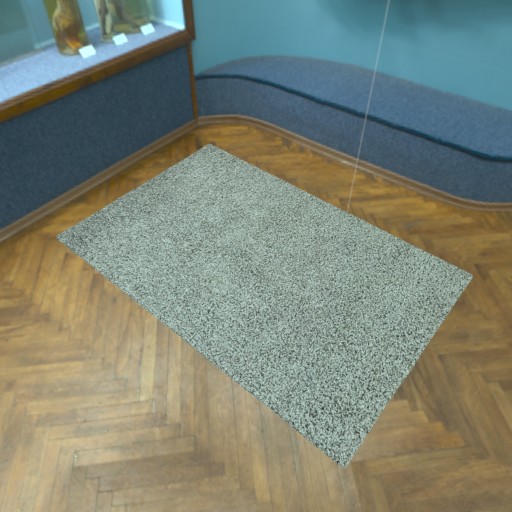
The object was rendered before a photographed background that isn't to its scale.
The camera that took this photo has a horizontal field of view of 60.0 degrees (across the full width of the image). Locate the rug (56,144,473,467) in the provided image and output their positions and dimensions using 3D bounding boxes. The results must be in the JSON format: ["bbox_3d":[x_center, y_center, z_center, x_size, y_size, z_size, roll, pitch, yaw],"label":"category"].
[{"bbox_3d":[0.000,0.000,3.439,2.743,0.030,1.778,32,54,26],"label":"rug"}]
